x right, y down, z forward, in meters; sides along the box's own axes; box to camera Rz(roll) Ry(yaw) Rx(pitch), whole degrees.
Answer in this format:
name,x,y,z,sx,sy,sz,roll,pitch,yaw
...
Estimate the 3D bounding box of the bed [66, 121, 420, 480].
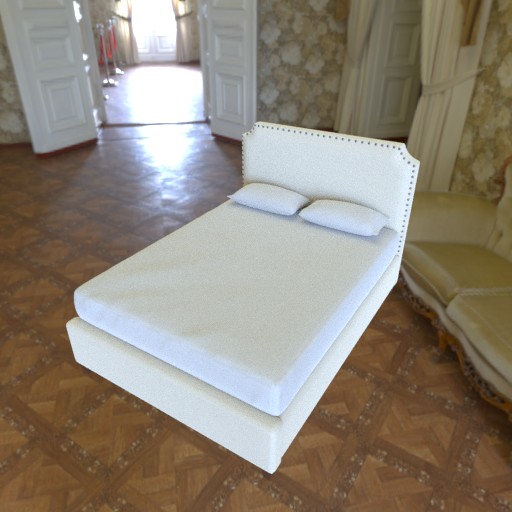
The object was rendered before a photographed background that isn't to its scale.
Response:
name,x,y,z,sx,sy,sz,roll,pitch,yaw
bed,0.000,0.000,3.431,1.703,1.415,2.329,18,35,28
